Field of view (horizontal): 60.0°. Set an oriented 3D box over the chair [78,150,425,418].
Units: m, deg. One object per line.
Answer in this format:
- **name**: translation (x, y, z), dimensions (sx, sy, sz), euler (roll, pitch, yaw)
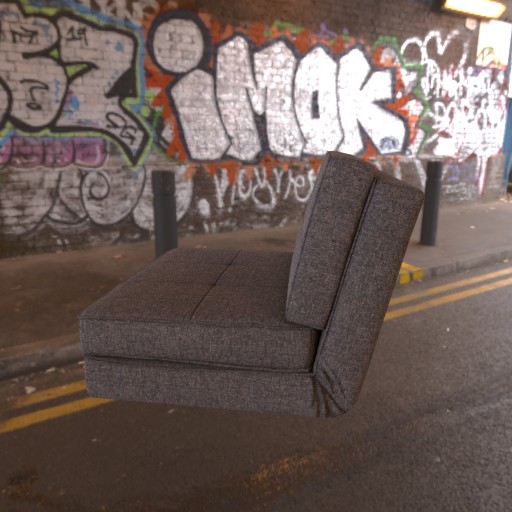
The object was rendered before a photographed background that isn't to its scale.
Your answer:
- **chair**: translation (0.000, 0.000, 1.345), dimensions (0.800, 0.615, 0.740), euler (2, 14, 8)
